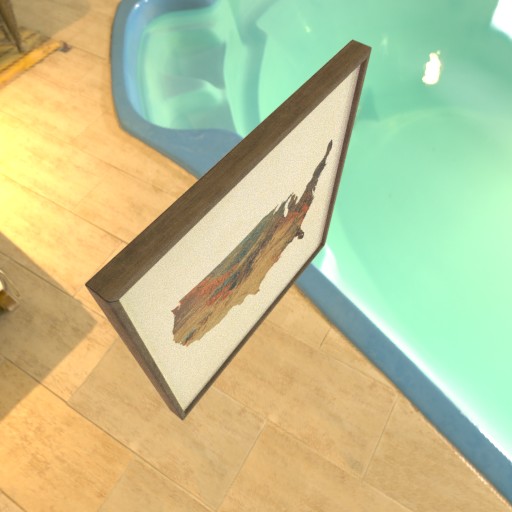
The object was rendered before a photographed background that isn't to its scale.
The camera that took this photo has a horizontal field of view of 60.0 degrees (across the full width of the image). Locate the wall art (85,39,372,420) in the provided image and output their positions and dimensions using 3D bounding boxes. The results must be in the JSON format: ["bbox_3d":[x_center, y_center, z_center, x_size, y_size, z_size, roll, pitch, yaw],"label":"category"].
[{"bbox_3d":[0.000,0.000,1.100,0.050,0.751,0.749,33,63,19],"label":"wall art"}]
